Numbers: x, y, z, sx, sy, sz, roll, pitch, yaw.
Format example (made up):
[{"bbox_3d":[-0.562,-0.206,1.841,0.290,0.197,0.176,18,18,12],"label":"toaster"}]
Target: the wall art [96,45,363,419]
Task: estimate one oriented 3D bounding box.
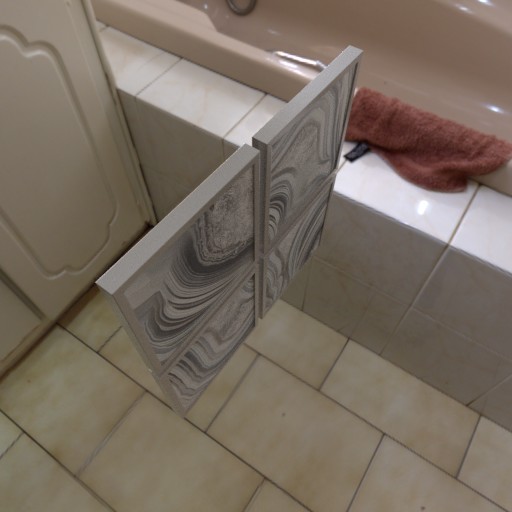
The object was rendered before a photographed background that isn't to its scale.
[{"bbox_3d":[0.000,0.000,0.916,0.029,0.611,0.611,32,62,19],"label":"wall art"}]
